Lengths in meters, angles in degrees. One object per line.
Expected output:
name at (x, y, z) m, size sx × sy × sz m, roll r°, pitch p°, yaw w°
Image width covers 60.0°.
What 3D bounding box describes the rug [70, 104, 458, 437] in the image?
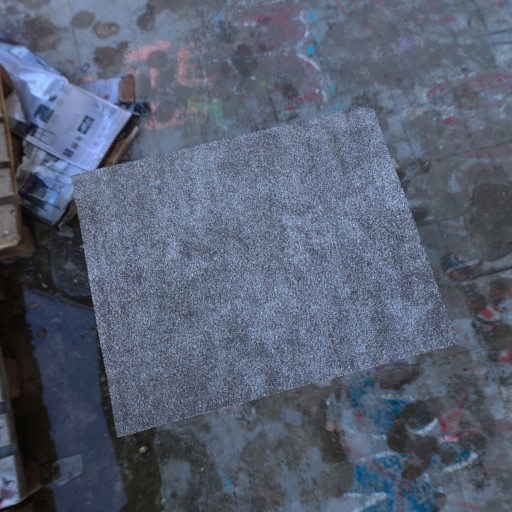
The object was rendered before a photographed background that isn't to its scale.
rug at (0.000, 0.000, 4.019) m, size 3.000 × 0.025 × 2.401 m, roll -14°, pitch 77°, yaw -3°
